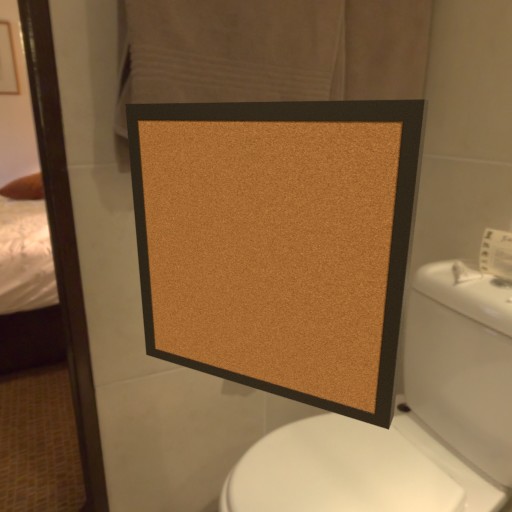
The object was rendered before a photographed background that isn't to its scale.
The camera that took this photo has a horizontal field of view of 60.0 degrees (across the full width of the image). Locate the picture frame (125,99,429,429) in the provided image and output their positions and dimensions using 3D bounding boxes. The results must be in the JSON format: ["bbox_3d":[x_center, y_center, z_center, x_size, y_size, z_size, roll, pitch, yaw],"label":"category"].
[{"bbox_3d":[0.000,0.000,0.539,0.355,0.353,0.029,9,20,26],"label":"picture frame"}]
